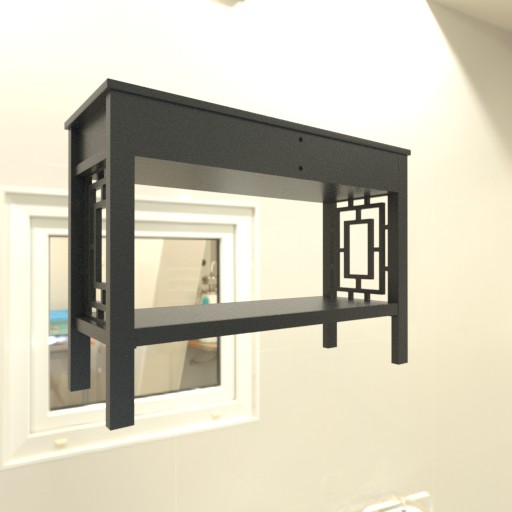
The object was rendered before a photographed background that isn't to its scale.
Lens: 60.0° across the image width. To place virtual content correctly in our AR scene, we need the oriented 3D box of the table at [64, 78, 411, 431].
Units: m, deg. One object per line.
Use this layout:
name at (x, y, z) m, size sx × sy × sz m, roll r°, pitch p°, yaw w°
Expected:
table at (0.000, 0.000, 1.414) m, size 1.068 × 0.753 × 0.397 m, roll 0°, pitch 0°, yaw -36°
